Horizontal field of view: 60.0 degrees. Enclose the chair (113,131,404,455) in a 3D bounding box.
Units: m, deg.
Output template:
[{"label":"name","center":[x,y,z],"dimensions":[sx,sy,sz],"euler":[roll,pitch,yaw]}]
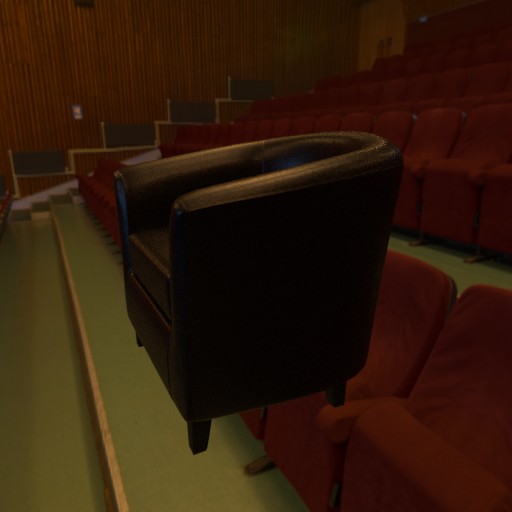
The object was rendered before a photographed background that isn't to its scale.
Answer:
[{"label":"chair","center":[0.000,0.000,1.397],"dimensions":[0.727,0.756,0.793],"euler":[-8,18,-25]}]
